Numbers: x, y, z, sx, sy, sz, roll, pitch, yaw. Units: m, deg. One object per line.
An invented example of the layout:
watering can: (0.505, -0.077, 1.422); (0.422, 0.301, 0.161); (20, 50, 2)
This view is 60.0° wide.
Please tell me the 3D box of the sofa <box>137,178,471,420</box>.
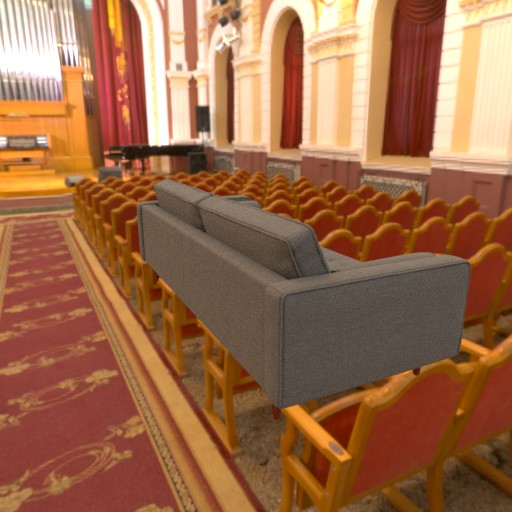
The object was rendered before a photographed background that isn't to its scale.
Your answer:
sofa: (0.000, 0.000, 2.594); (0.914, 0.762, 2.198); (-8, 17, -25)
